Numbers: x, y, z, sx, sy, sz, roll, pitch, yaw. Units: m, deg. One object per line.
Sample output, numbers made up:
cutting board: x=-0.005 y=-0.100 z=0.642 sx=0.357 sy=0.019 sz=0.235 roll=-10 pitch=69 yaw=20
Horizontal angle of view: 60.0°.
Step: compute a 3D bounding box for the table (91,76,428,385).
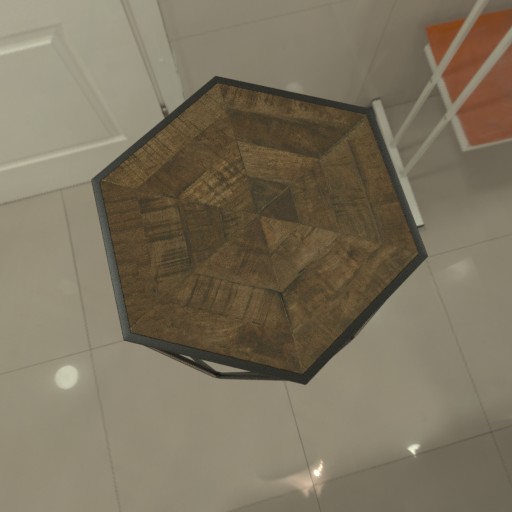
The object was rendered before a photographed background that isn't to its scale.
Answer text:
table: x=0.000 y=0.000 z=1.036 sx=0.579 sy=0.564 sz=0.578 roll=-15 pitch=77 yaw=-4
